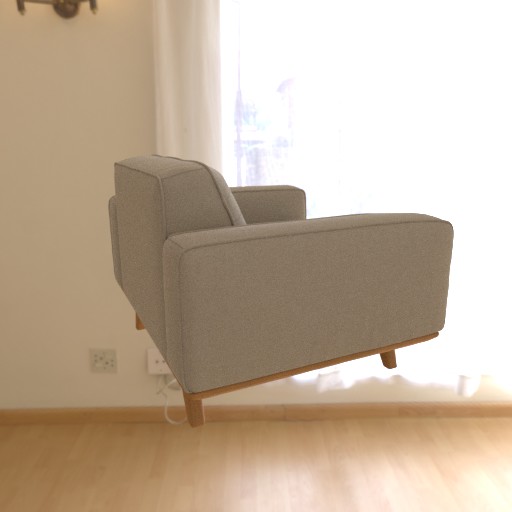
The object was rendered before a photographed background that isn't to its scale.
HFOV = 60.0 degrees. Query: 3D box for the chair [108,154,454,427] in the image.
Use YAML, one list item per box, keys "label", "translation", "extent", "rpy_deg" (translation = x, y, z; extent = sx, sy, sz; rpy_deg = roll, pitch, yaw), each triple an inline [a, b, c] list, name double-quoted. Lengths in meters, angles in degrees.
- label: "chair"
  translation: [0.000, 0.000, 1.754]
  extent: [0.953, 0.779, 1.115]
  rpy_deg: [-7, 17, -25]
